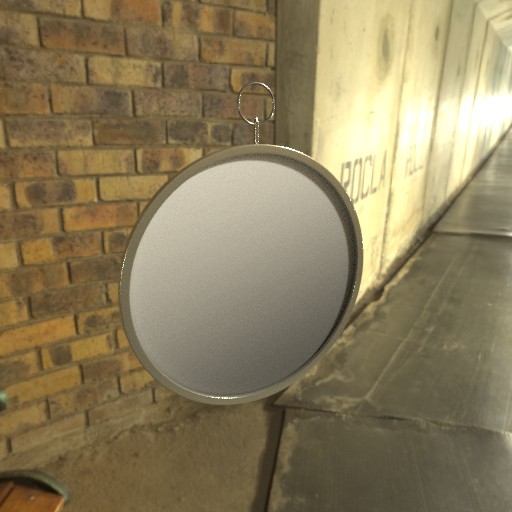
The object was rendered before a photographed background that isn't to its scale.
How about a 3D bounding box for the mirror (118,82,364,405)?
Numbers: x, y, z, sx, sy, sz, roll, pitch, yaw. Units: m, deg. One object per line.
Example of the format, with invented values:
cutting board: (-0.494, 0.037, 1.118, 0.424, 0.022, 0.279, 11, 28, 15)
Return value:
mirror: (0.000, 0.000, 0.970, 0.594, 0.713, 0.020, -8, 18, -26)
